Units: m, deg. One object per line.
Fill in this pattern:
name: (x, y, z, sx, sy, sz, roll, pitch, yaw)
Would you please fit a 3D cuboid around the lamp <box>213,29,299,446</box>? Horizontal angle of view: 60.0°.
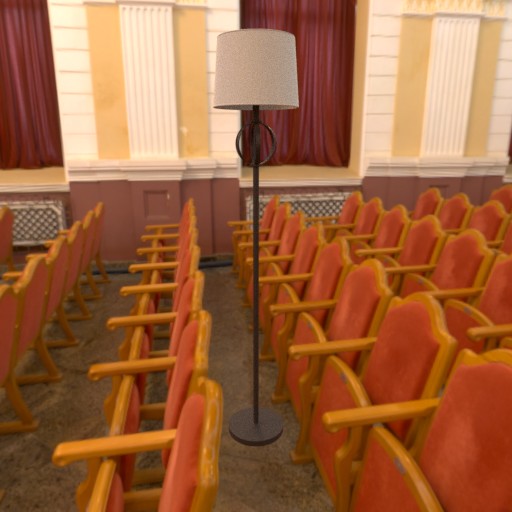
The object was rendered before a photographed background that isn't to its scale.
lamp: (0.000, 0.000, 1.625, 0.286, 1.462, 0.286, -2, 15, -8)
